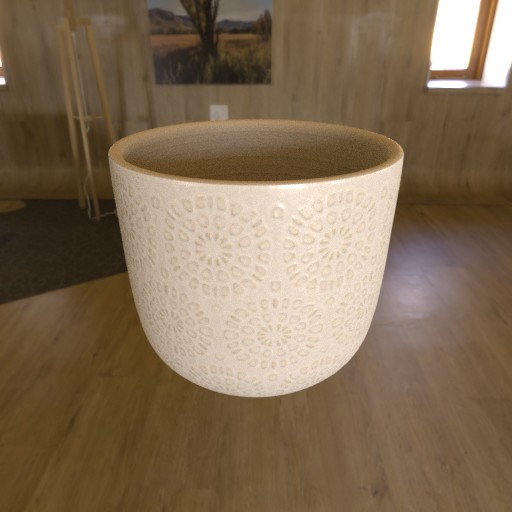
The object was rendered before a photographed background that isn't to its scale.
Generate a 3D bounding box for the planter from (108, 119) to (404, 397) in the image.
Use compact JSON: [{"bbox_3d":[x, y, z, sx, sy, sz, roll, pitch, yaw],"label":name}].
[{"bbox_3d":[0.000,0.000,0.298,0.170,0.152,0.170,0,26,0],"label":"planter"}]
